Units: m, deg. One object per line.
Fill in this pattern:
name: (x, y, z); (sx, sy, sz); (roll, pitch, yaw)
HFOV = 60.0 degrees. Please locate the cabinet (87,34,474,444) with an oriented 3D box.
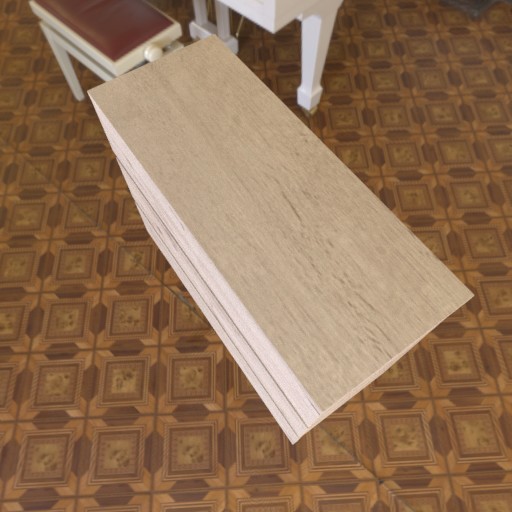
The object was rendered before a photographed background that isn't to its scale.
cabinet: (0.000, 0.000, 1.457); (0.420, 0.820, 1.040); (-32, 67, -15)
